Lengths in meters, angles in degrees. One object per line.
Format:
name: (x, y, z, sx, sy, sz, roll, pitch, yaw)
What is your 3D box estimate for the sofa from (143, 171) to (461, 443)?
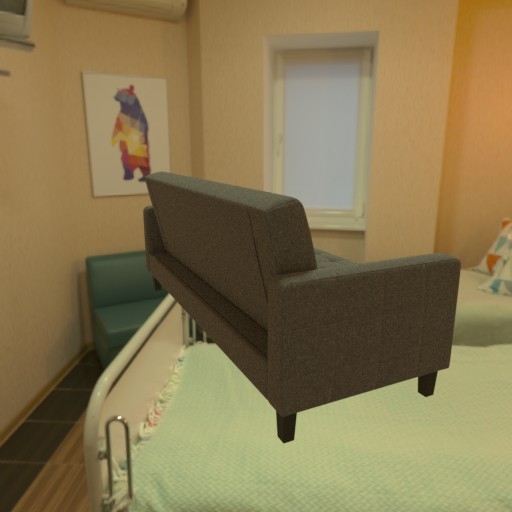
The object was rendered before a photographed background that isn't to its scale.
sofa: (0.000, 0.000, 2.444, 0.810, 0.850, 2.040, -7, 15, -25)
